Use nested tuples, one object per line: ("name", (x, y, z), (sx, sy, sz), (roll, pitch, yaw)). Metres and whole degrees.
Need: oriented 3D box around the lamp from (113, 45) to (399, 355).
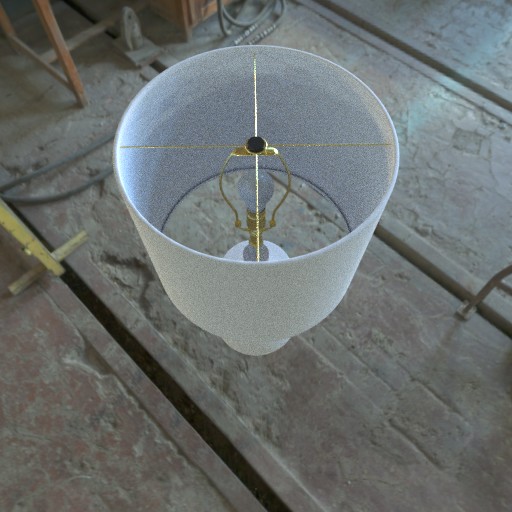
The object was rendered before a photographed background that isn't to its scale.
("lamp", (0.000, 0.000, 0.704), (0.301, 0.533, 0.301), (-1, 62, 0))
